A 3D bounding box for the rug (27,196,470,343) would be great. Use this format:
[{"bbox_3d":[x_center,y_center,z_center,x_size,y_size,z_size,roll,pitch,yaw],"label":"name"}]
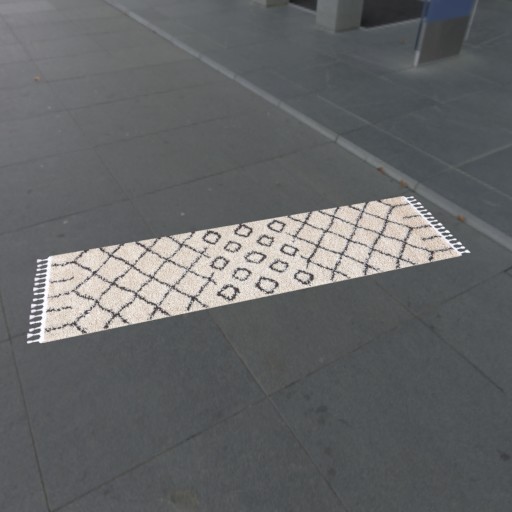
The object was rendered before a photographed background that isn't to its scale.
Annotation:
[{"bbox_3d":[0.000,0.000,2.603,2.464,0.005,0.660,-11,42,-12],"label":"rug"}]
